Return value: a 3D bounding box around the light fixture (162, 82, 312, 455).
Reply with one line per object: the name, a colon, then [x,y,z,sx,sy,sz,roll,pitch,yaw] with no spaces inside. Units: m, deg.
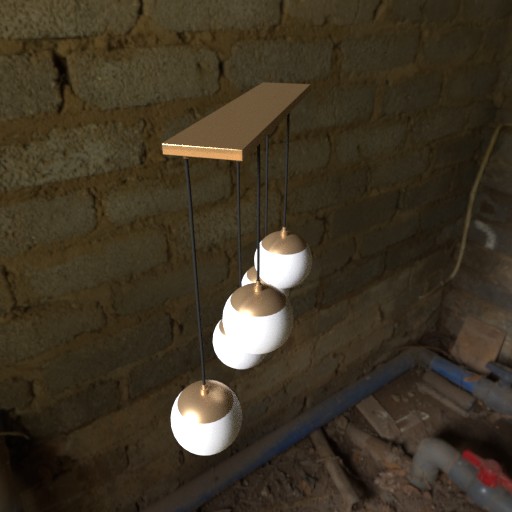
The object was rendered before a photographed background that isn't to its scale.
light fixture: [0.000,0.000,1.333,0.299,0.869,0.863,8,31,13]
